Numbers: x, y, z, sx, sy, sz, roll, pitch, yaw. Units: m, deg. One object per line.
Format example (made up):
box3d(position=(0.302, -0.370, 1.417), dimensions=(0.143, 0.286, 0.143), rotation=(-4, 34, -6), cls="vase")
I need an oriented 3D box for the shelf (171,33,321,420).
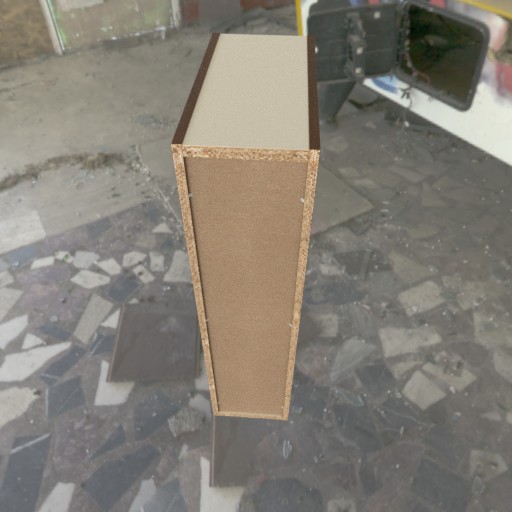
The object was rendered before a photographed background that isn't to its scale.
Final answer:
box3d(position=(0.000, 0.000, 0.739), dimensions=(0.147, 0.600, 0.290), rotation=(3, 46, 3), cls="shelf")
